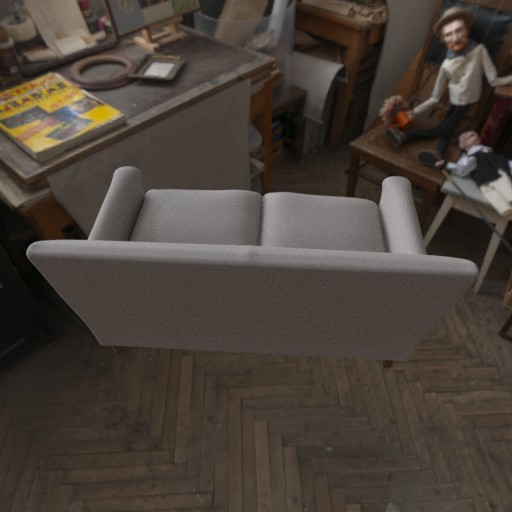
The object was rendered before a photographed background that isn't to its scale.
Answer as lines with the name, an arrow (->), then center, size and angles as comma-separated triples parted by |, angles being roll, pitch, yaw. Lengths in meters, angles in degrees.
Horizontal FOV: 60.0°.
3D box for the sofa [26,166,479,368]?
sofa -> 0.000, 0.000, 2.049 | 1.482, 0.890, 0.888 | 3, 47, 2
